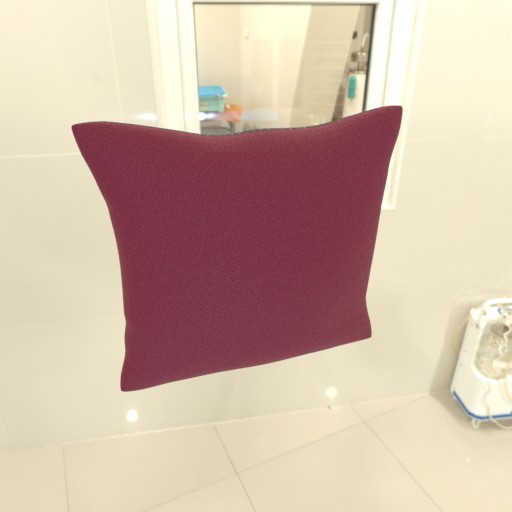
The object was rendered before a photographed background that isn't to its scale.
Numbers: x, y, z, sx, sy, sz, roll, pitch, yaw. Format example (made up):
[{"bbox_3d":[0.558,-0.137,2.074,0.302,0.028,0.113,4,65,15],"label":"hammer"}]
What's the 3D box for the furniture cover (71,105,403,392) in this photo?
[{"bbox_3d":[0.000,0.000,0.818,0.552,0.509,0.193,-8,28,-16],"label":"furniture cover"}]
